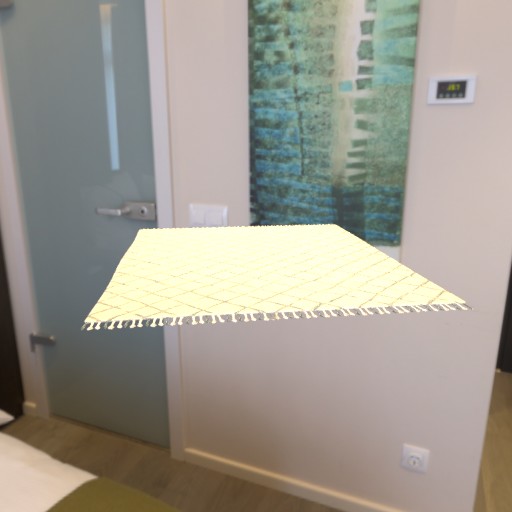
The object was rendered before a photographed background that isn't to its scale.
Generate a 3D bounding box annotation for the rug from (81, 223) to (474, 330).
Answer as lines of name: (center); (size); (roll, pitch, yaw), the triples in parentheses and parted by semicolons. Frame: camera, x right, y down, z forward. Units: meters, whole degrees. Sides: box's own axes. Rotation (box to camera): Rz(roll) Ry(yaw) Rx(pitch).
rug: (0.000, 0.000, 4.881); (2.892, 0.036, 3.585); (-2, 15, -8)
